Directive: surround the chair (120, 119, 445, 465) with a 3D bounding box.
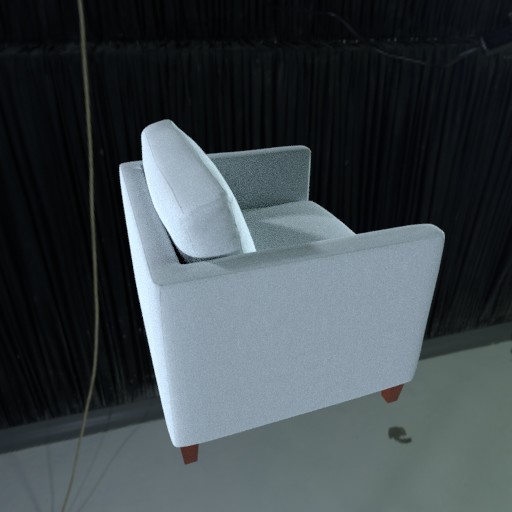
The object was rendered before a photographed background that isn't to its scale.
[{"bbox_3d":[0.000,0.000,1.819,0.953,0.961,1.107,-10,31,-17],"label":"chair"}]
